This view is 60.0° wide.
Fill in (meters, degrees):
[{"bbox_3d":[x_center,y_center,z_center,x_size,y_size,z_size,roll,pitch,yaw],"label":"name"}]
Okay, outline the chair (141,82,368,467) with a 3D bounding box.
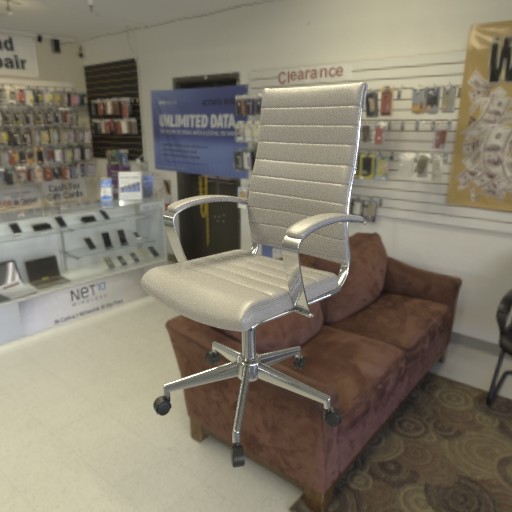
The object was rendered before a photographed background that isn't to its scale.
[{"bbox_3d":[0.000,0.000,1.552,0.679,1.149,0.667,15,22,40],"label":"chair"}]
